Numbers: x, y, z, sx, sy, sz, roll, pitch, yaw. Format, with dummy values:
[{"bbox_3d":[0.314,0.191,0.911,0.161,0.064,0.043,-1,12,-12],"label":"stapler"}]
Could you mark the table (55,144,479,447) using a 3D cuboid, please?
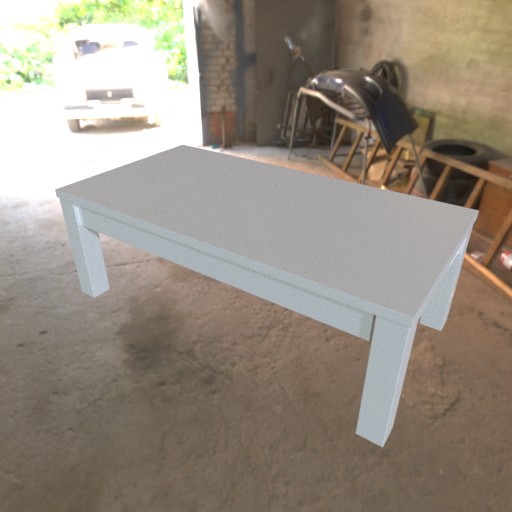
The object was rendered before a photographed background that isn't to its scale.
[{"bbox_3d":[0.000,0.000,1.700,1.350,0.470,0.700,19,36,29],"label":"table"}]
